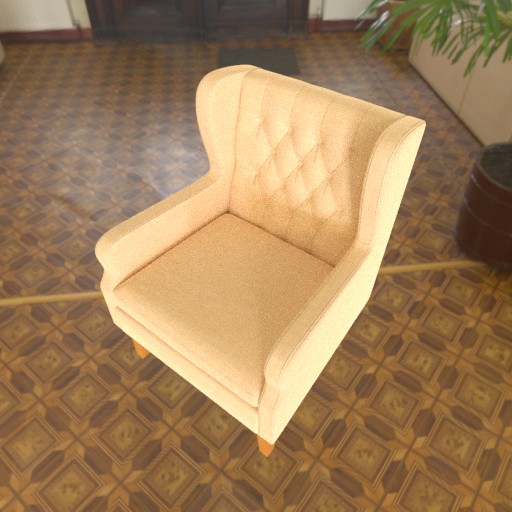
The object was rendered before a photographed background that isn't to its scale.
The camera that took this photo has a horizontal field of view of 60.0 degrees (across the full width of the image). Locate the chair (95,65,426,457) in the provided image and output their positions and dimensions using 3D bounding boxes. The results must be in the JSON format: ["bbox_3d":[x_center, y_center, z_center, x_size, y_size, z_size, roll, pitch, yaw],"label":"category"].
[{"bbox_3d":[0.000,0.000,1.456,0.710,0.930,0.760,29,52,26],"label":"chair"}]
